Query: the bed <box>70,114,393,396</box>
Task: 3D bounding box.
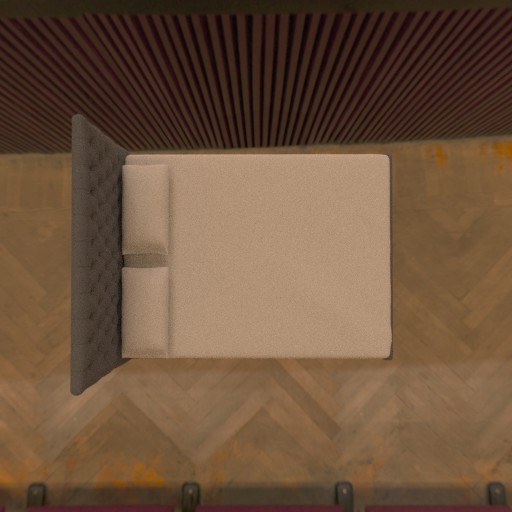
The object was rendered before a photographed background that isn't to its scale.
[{"bbox_3d":[0.000,0.000,3.336,2.231,1.427,1.698,0,89,0],"label":"bed"}]
